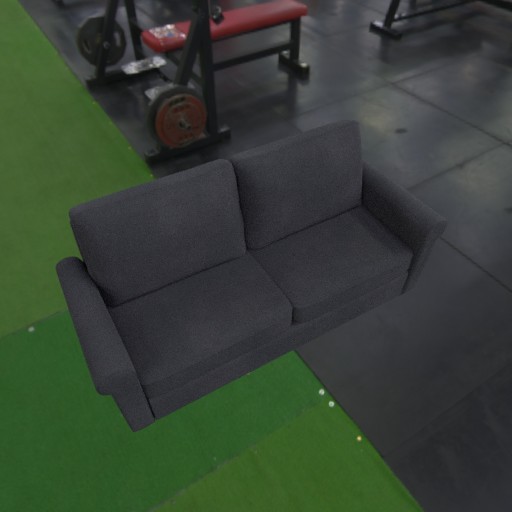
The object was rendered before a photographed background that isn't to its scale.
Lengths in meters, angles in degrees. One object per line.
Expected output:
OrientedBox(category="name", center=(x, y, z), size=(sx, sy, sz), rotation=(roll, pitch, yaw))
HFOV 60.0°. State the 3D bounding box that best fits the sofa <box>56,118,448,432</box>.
OrientedBox(category="sofa", center=(0.000, 0.000, 2.413), size=(1.935, 0.942, 0.842), rotation=(-23, 51, -20))
